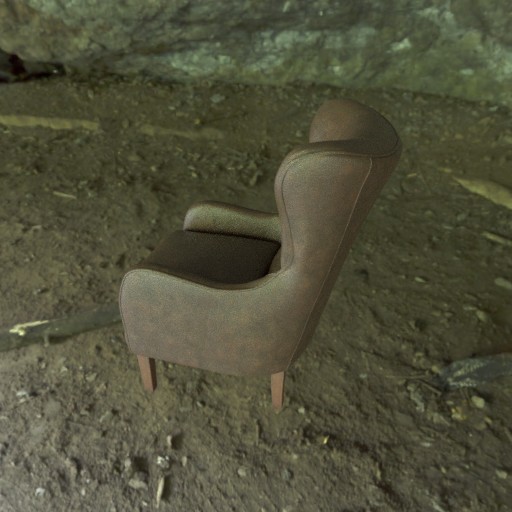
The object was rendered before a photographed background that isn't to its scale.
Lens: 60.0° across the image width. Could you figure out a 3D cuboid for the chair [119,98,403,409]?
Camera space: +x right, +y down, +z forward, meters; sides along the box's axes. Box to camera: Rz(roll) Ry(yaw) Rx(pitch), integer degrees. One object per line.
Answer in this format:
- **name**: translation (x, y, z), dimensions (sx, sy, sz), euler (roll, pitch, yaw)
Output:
- **chair**: translation (0.000, 0.000, 1.658), dimensions (0.914, 1.048, 0.692), euler (7, 30, 13)
